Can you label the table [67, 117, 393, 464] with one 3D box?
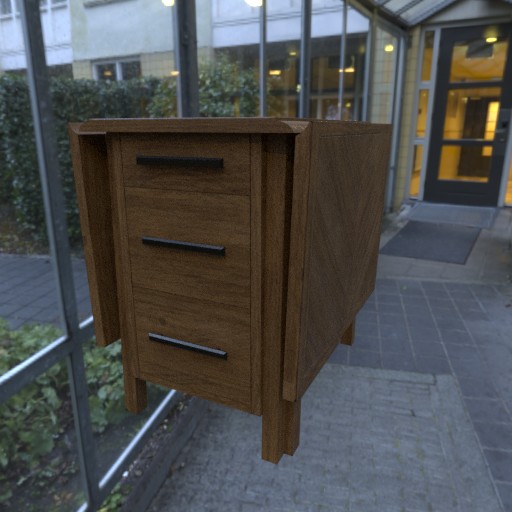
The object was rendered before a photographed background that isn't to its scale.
[{"bbox_3d":[0.000,0.000,1.306,0.591,0.763,0.746,8,18,26],"label":"table"}]
